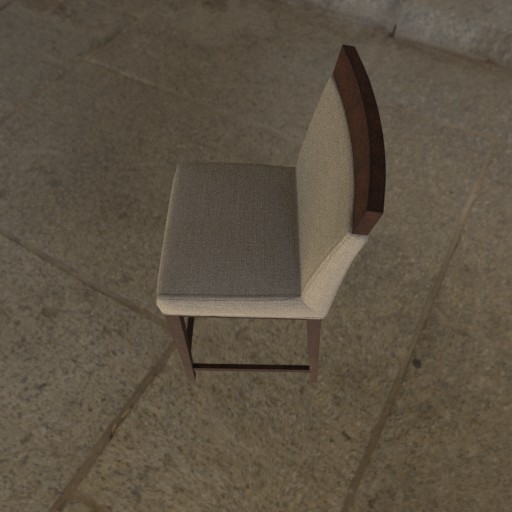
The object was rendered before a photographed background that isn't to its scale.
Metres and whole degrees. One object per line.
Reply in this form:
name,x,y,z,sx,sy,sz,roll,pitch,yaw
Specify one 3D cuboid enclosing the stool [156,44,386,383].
stool,0.000,0.000,1.404,0.531,1.117,0.511,1,58,1
